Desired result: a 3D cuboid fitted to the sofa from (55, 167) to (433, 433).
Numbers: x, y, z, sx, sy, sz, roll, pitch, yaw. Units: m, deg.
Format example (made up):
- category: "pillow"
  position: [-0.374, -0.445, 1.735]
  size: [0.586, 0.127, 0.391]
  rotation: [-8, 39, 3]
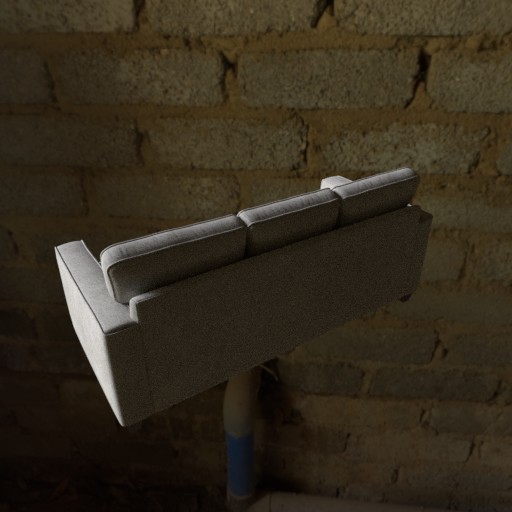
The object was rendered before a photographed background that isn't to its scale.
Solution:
- category: "sofa"
  position: [0.000, 0.000, 2.725]
  size: [2.133, 0.965, 0.939]
  rotation: [-18, 34, -29]
